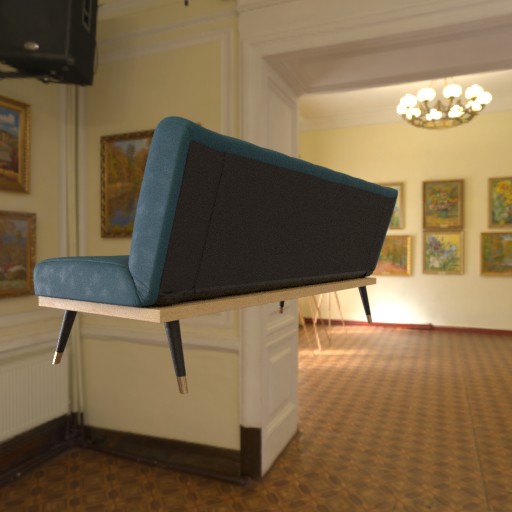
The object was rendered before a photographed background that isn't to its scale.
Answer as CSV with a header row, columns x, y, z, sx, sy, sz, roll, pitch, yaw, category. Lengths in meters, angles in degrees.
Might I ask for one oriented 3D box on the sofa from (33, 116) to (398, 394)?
x,y,z,sx,sy,sz,roll,pitch,yaw,category
0.000,0.000,2.177,0.830,0.825,1.810,1,1,36,sofa
